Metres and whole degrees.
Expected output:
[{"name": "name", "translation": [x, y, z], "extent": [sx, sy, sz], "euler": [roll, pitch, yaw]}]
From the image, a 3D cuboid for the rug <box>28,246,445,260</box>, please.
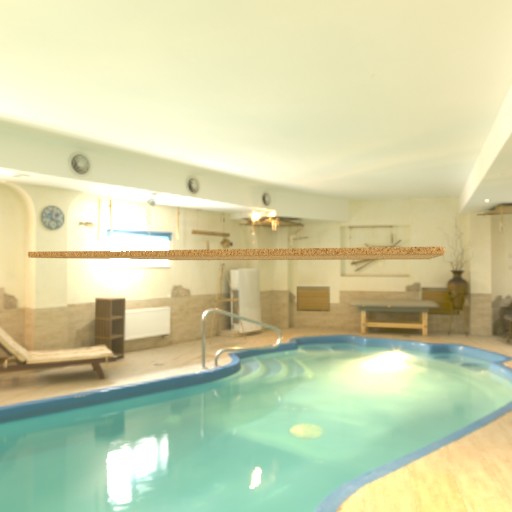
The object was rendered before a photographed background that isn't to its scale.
[{"name": "rug", "translation": [0.000, 0.000, 2.119], "extent": [1.600, 0.025, 1.199], "euler": [0, -1, 20]}]
